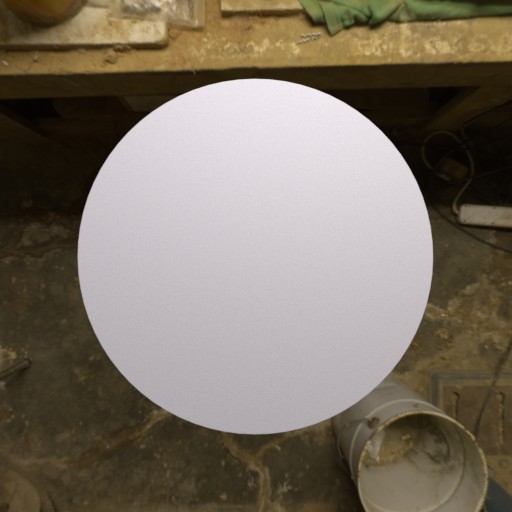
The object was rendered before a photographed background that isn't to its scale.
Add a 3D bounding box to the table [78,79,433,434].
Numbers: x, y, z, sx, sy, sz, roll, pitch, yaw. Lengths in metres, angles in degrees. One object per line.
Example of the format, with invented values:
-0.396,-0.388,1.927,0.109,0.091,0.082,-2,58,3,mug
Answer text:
0.000,0.000,0.949,0.600,0.405,0.600,0,91,1,table
